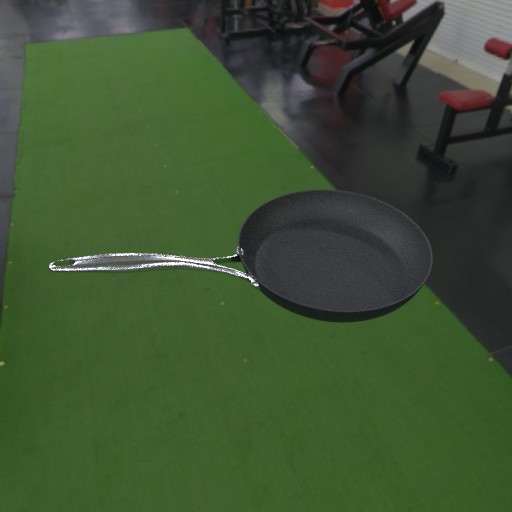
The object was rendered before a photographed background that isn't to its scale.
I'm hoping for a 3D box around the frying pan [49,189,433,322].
[{"bbox_3d":[0.000,0.000,0.568,0.472,0.105,0.255,-12,42,-13],"label":"frying pan"}]
